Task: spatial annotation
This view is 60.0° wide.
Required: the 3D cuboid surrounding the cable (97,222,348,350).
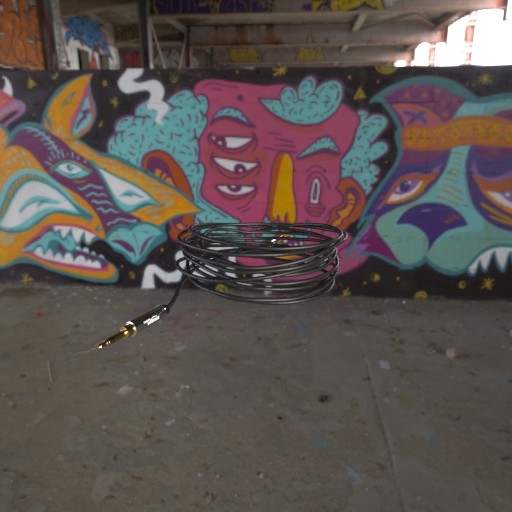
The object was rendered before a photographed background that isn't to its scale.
[{"bbox_3d":[0.000,0.000,0.521,0.198,0.069,0.432,8,17,25],"label":"cable"}]
